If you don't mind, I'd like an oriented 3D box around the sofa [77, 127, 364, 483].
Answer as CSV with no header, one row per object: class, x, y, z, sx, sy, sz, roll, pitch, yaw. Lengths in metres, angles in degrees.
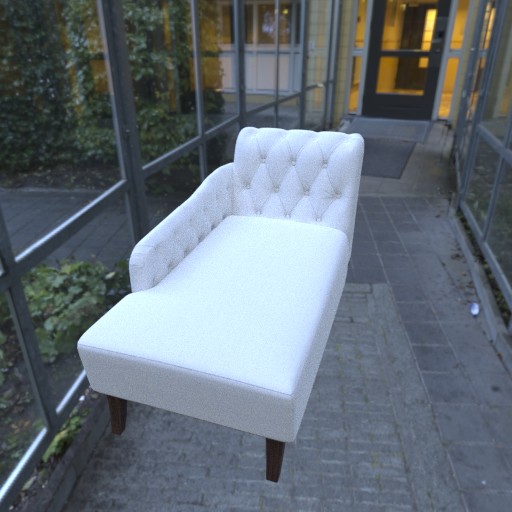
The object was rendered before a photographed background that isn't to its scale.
sofa,0.000,0.000,1.782,0.675,0.787,1.379,9,28,17
